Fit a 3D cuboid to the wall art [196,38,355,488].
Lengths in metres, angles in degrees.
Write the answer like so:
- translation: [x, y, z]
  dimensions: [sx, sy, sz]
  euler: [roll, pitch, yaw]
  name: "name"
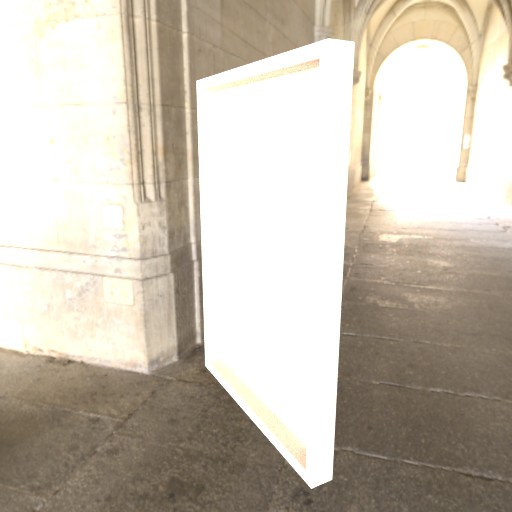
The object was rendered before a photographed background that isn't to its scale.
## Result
- translation: [0.000, 0.000, 0.765]
  dimensions: [0.038, 0.608, 0.418]
  euler: [-8, 16, -27]
  name: "wall art"
